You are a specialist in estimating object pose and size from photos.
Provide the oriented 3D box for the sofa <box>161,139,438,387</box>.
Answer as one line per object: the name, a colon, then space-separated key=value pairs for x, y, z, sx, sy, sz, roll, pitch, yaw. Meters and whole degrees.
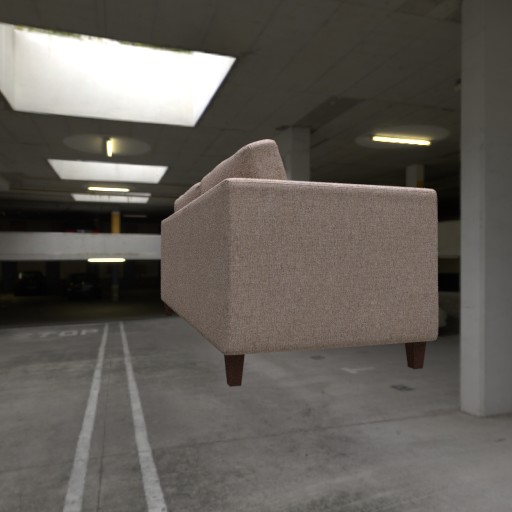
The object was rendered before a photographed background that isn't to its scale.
sofa: x=0.000 y=0.000 z=2.740 sx=0.951 sy=0.965 sz=2.208 roll=0 pitch=0 yaw=-18
